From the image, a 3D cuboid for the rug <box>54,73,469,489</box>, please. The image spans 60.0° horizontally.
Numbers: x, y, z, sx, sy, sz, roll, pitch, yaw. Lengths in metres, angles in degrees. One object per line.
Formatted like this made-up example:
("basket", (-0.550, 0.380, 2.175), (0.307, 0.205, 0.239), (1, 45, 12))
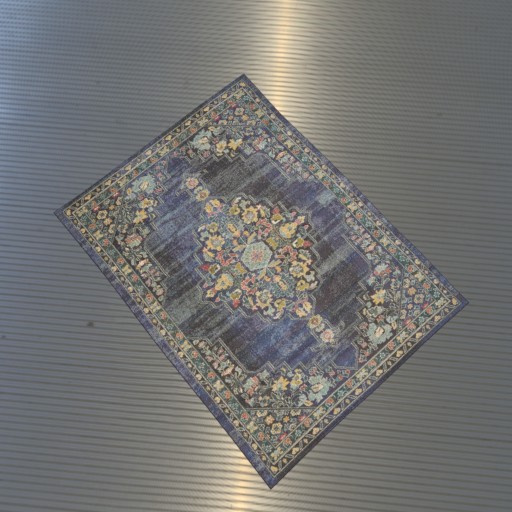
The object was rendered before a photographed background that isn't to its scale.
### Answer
("rug", (0.000, 0.000, 4.689), (2.716, 0.035, 3.612), (-40, 79, -10))
